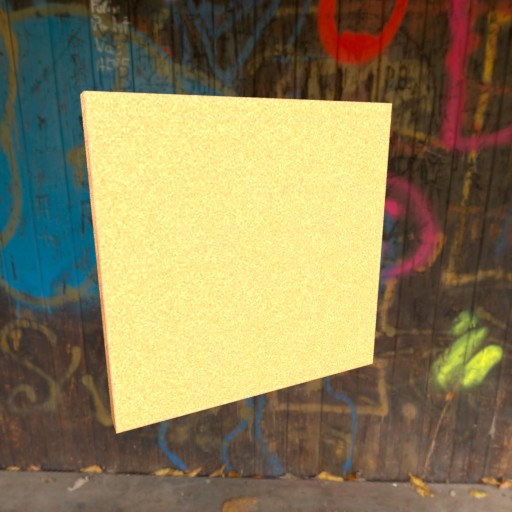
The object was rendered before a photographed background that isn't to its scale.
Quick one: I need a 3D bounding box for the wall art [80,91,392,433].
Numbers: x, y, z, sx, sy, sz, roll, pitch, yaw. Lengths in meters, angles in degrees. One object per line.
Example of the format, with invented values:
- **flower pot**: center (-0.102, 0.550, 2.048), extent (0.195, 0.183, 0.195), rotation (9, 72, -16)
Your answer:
- **wall art**: center (0.000, 0.000, 0.602), extent (0.406, 0.403, 0.039), rotation (-7, 17, -25)
